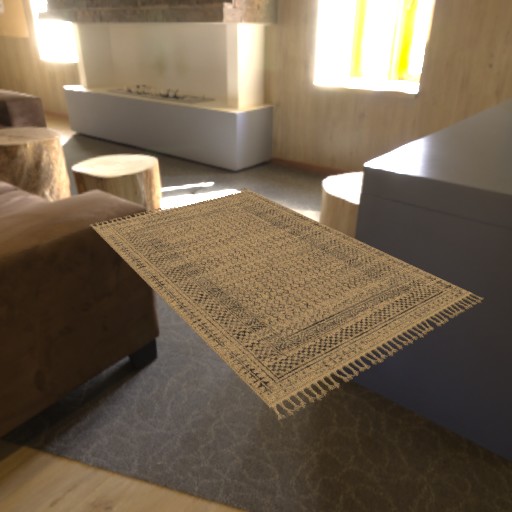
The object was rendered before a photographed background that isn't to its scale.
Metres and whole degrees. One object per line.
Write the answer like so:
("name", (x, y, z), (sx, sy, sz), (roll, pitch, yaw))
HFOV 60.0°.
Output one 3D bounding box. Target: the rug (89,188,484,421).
("rug", (0.000, 0.000, 3.084), (1.548, 0.013, 2.486), (-19, 33, -31))
